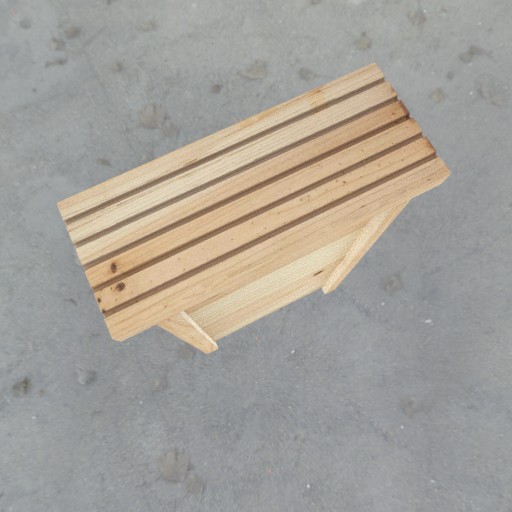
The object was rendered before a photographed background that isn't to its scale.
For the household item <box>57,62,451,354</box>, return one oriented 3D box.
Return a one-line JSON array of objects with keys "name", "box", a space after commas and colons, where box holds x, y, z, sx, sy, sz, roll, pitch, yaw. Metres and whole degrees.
[{"name": "household item", "box": [0.000, 0.000, 0.558, 0.301, 0.407, 0.123, -26, 76, -7]}]
